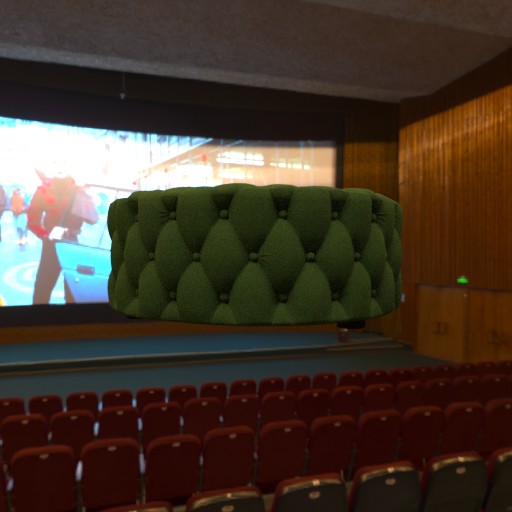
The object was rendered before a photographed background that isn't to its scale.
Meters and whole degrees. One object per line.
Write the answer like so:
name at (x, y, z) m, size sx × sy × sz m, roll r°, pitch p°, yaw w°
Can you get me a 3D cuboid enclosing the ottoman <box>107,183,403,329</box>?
ottoman at (0.000, 0.000, 1.567) m, size 0.998 × 0.399 × 0.998 m, roll 0°, pitch 1°, yaw 0°
